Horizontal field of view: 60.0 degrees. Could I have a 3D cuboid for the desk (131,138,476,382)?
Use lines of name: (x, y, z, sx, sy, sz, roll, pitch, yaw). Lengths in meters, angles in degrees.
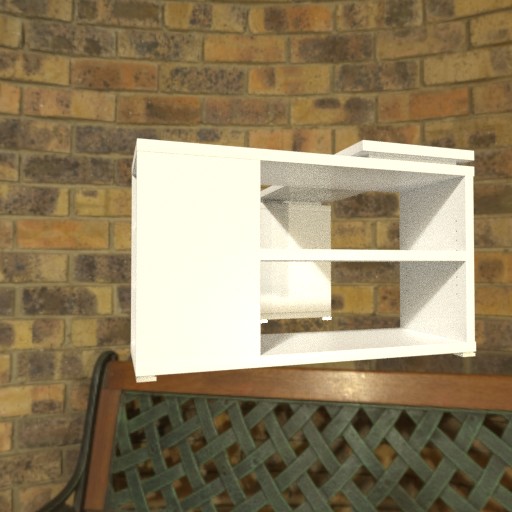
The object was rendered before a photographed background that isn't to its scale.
desk: (0.000, 0.000, 2.166, 1.200, 0.753, 1.524, 0, -1, -18)
